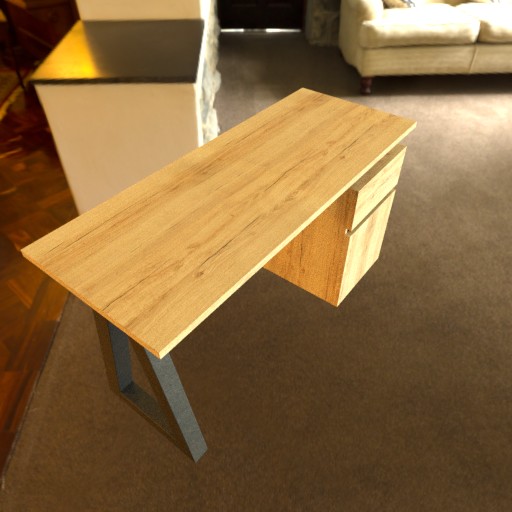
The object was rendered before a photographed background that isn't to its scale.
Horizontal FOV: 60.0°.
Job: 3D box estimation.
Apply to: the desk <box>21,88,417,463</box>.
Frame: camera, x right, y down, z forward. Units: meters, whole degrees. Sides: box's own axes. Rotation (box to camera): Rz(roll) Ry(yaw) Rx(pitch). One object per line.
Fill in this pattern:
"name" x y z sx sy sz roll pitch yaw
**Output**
"desk" 0.000 0.000 1.756 0.550 0.760 1.400 28 50 27
